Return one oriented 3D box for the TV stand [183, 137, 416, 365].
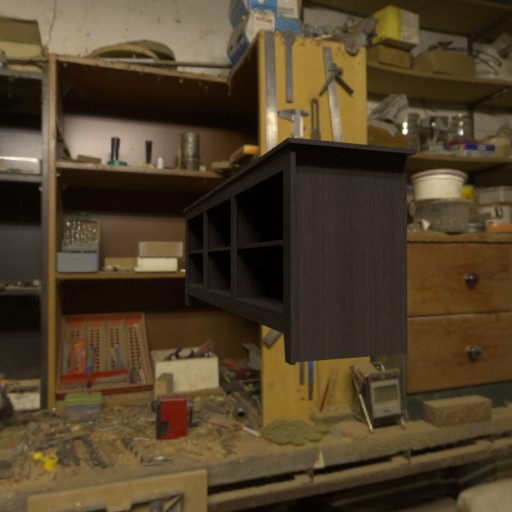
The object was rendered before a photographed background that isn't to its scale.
[{"bbox_3d":[0.000,0.000,2.082,0.406,0.610,1.778,0,-1,-18],"label":"TV stand"}]
